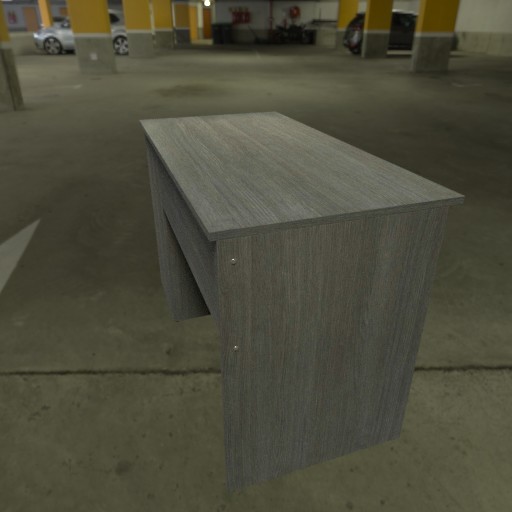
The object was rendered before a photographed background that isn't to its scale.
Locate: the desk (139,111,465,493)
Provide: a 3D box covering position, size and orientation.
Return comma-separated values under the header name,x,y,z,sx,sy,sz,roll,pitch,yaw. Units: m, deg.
name,x,y,z,sx,sy,sz,roll,pitch,yaw
desk,0.000,0.000,1.488,0.560,0.730,1.096,-9,29,-17
